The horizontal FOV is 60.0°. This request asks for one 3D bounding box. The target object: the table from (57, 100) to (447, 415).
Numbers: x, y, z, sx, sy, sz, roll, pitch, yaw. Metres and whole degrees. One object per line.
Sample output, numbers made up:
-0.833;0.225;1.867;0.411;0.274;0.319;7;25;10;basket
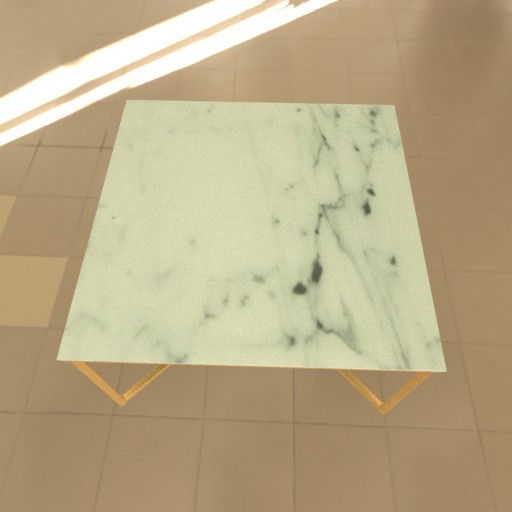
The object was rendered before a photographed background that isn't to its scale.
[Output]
0.000;0.000;1.307;0.800;0.450;0.800;1;59;1;table
